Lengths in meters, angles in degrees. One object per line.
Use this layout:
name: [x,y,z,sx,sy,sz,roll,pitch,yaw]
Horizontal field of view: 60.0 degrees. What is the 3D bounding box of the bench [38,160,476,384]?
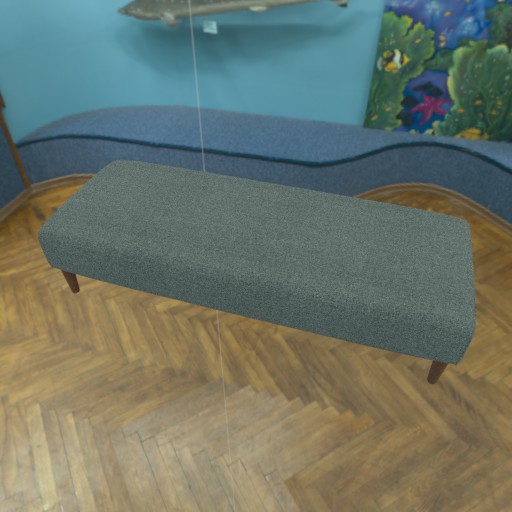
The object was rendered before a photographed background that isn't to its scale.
bench: [0.000,0.000,1.834,1.598,0.384,0.631,12,43,13]
